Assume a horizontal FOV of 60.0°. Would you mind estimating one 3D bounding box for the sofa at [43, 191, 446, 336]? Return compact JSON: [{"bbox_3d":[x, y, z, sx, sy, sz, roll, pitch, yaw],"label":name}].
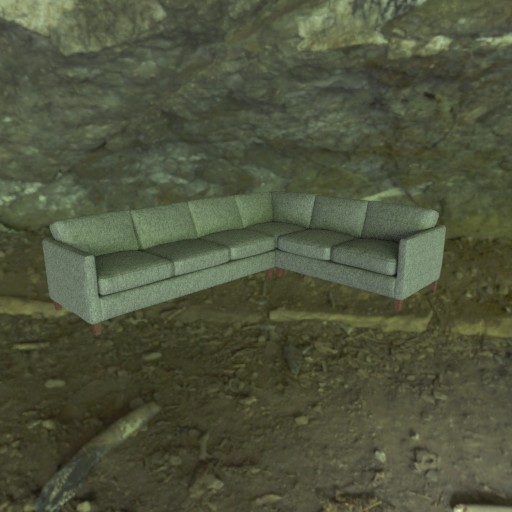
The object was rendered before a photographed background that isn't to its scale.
[{"bbox_3d":[0.000,0.000,4.541,2.593,0.947,3.302,14,21,42],"label":"sofa"}]
